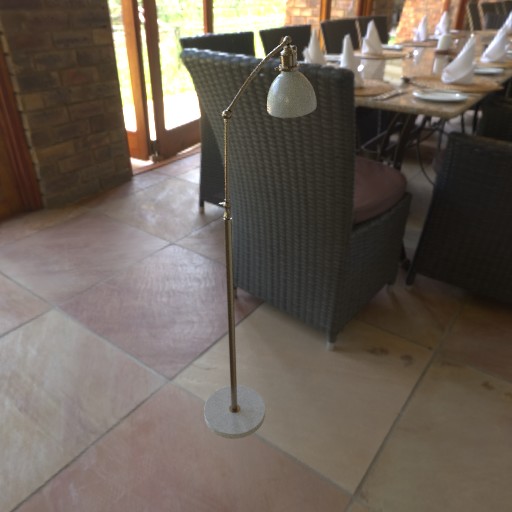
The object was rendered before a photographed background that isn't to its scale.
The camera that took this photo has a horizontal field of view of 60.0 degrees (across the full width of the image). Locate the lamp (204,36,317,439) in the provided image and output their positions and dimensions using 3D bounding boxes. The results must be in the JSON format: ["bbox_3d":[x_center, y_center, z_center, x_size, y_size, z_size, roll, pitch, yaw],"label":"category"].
[{"bbox_3d":[0.000,0.000,1.802,0.288,1.586,0.599,23,38,33],"label":"lamp"}]
